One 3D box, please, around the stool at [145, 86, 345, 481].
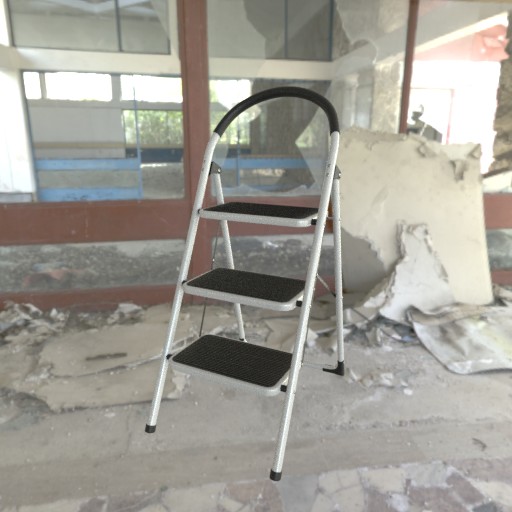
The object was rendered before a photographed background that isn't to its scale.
[{"bbox_3d":[0.000,0.000,1.488,0.485,1.109,0.676,8,17,26],"label":"stool"}]
